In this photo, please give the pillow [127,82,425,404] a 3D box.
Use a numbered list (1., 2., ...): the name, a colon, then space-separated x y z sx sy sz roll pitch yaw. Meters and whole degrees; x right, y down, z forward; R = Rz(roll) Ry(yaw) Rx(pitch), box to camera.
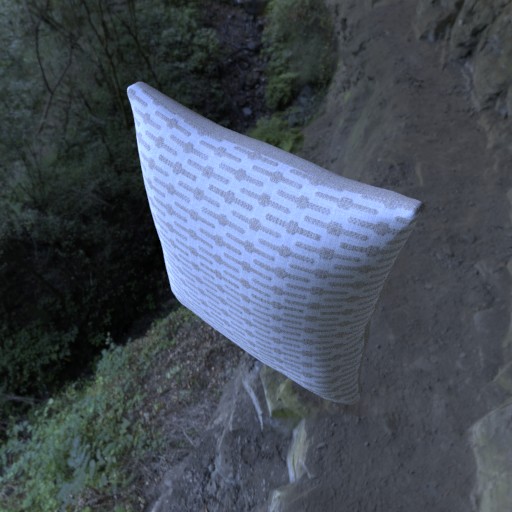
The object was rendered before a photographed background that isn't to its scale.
1. pillow: 0.000 0.000 0.779 0.496 0.491 0.219 30 53 26
